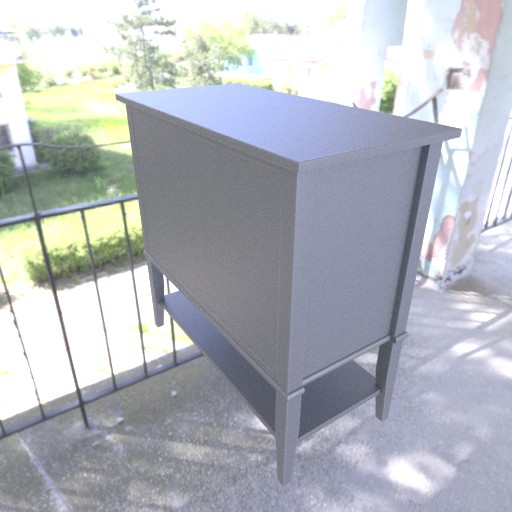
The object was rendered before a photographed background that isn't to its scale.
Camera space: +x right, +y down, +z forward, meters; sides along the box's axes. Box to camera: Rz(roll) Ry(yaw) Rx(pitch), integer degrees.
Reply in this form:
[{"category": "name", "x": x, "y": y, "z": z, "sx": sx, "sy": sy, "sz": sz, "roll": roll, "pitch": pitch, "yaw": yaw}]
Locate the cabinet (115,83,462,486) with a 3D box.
[{"category": "cabinet", "x": 0.000, "y": 0.000, "z": 1.211, "sx": 0.396, "sy": 0.780, "sz": 0.801, "roll": -18, "pitch": 33, "yaw": -30}]
